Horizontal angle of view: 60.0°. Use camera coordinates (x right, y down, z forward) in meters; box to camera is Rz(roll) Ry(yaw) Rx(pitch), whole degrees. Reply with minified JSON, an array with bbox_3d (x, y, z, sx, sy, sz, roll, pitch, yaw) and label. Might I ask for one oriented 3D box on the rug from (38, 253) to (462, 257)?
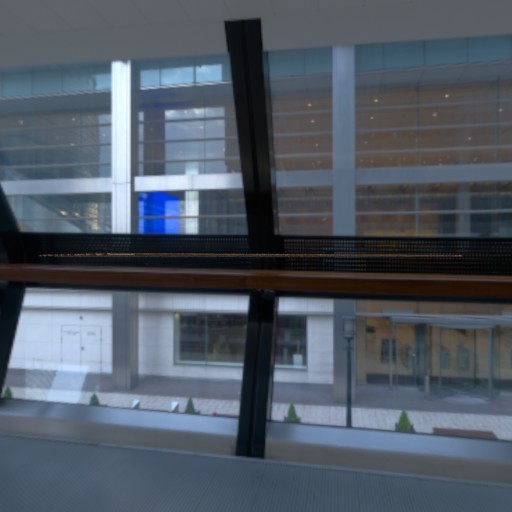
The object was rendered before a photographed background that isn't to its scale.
[{"bbox_3d":[0.000,0.000,2.990,2.434,0.010,1.516,0,0,-35],"label":"rug"}]
